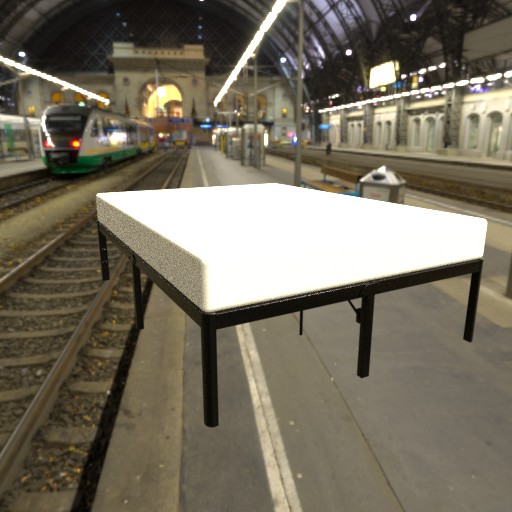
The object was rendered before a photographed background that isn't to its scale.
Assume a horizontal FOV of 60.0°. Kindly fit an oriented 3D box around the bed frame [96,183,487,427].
[{"bbox_3d":[0.000,0.000,2.792,1.557,0.659,2.072,-8,17,-28],"label":"bed frame"}]
